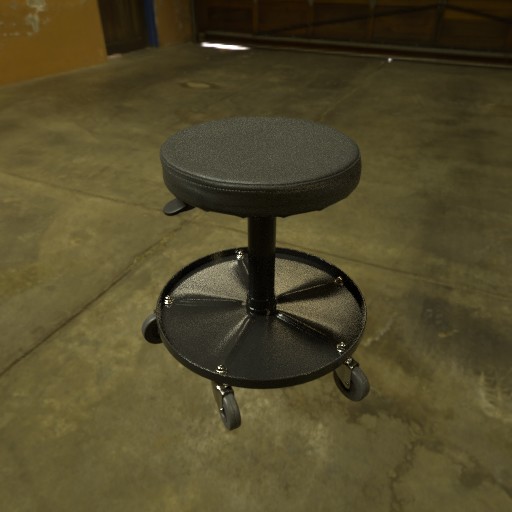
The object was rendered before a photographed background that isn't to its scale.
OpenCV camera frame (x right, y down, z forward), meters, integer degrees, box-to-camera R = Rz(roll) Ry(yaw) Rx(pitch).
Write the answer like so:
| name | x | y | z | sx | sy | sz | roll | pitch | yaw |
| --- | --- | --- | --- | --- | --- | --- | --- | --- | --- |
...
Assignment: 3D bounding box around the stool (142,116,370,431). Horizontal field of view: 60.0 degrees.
| name | x | y | z | sx | sy | sz | roll | pitch | yaw |
| --- | --- | --- | --- | --- | --- | --- | --- | --- | --- |
| stool | 0.000 | 0.000 | 0.698 | 0.382 | 0.365 | 0.381 | -11 | 34 | -16 |
